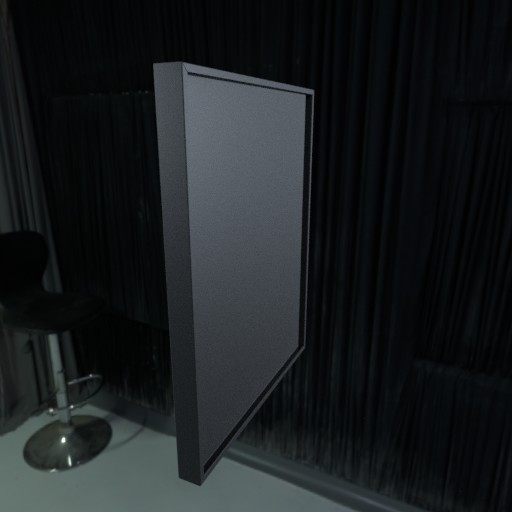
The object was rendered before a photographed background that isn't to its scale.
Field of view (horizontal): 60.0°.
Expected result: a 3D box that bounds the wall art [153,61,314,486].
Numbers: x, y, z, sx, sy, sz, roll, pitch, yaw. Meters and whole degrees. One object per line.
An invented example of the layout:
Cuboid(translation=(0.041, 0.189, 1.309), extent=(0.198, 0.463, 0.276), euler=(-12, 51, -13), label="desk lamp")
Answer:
Cuboid(translation=(0.000, 0.000, 0.750), extent=(0.039, 0.555, 0.449), euler=(8, 18, 24), label="wall art")
